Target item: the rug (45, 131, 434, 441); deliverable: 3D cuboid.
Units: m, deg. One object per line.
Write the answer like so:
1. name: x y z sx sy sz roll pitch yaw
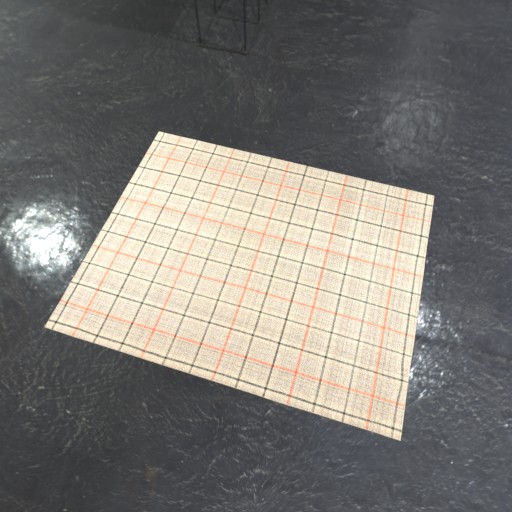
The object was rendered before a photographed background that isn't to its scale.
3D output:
1. rug: 0.000 0.000 4.163 3.048 0.012 2.444 15 61 9
